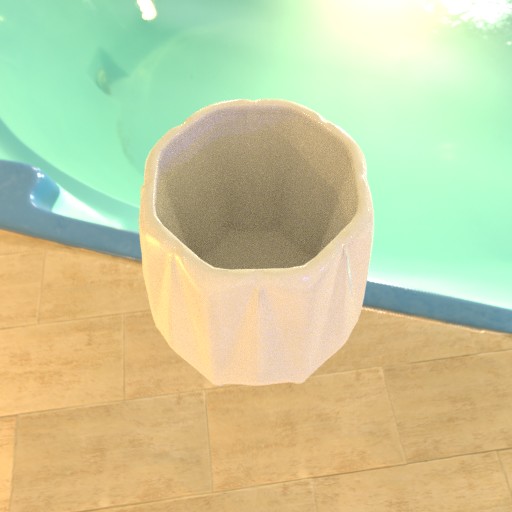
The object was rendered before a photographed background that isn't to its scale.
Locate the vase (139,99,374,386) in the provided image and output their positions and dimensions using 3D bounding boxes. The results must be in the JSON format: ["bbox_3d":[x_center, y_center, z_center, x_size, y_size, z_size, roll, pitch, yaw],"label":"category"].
[{"bbox_3d":[0.000,0.000,0.263,0.141,0.152,0.141,0,63,0],"label":"vase"}]
